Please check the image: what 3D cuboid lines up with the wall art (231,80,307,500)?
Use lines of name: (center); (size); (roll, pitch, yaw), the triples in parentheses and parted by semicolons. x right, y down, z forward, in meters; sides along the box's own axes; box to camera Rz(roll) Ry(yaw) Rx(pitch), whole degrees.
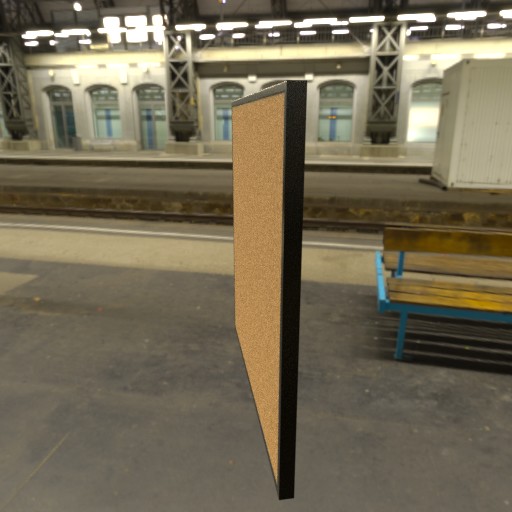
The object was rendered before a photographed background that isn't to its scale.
wall art: (0.000, 0.000, 0.510); (0.014, 0.349, 0.349); (-3, 17, -9)
